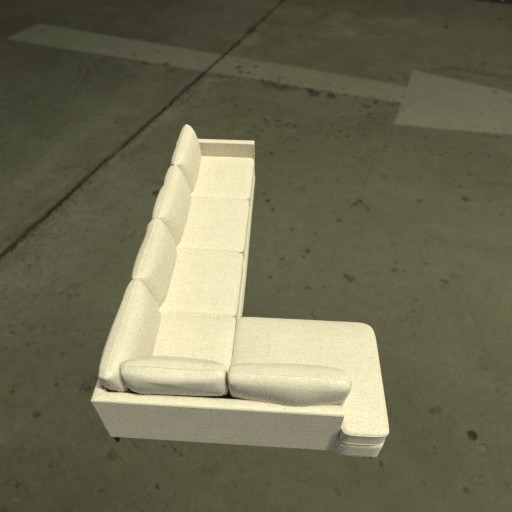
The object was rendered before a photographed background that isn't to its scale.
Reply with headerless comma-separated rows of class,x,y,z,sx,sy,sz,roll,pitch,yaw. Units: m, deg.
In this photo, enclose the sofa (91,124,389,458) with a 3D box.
sofa,0.000,0.000,4.258,2.048,0.996,3.384,3,46,2
